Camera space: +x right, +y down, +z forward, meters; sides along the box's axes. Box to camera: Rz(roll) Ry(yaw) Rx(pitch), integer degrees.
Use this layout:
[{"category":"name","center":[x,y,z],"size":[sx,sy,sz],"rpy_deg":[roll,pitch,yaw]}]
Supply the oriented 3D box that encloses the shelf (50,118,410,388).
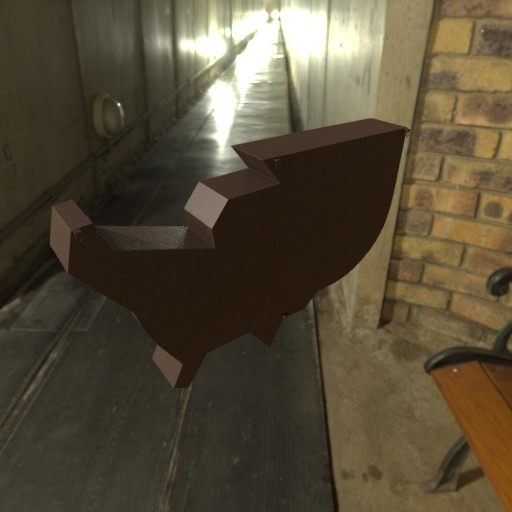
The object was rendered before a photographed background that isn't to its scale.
[{"category":"shelf","center":[0.000,0.000,0.912],"size":[0.729,0.439,0.112],"rpy_deg":[-20,36,-30]}]
